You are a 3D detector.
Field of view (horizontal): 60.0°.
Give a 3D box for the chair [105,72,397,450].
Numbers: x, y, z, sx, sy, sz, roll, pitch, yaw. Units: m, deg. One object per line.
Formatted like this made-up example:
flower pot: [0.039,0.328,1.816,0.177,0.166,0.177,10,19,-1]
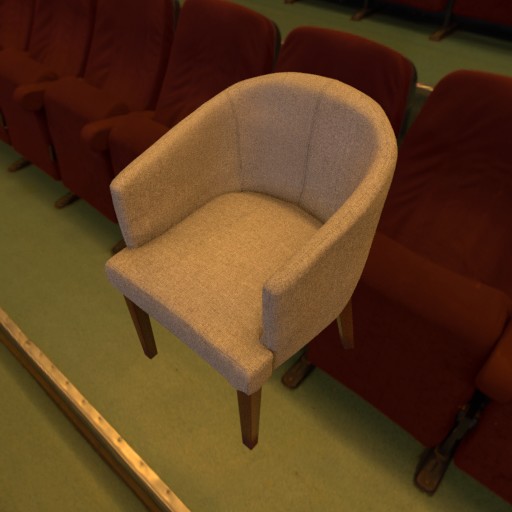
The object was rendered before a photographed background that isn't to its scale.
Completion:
chair: [0.000,0.000,1.254,0.583,0.811,0.655,31,53,28]
